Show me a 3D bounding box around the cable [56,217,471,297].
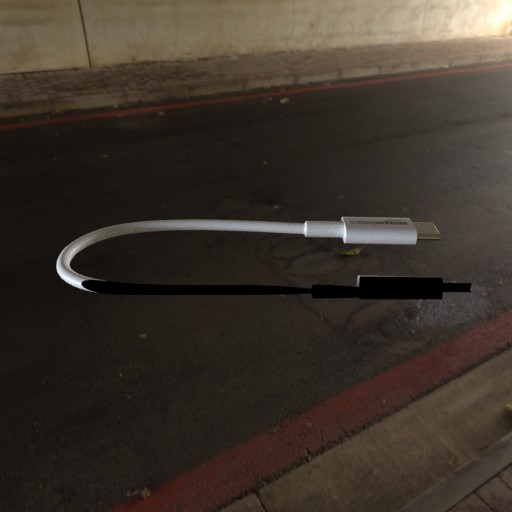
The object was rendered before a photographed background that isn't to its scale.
[{"bbox_3d":[0.000,0.000,0.112,0.098,0.005,0.041,1,31,2],"label":"cable"}]
